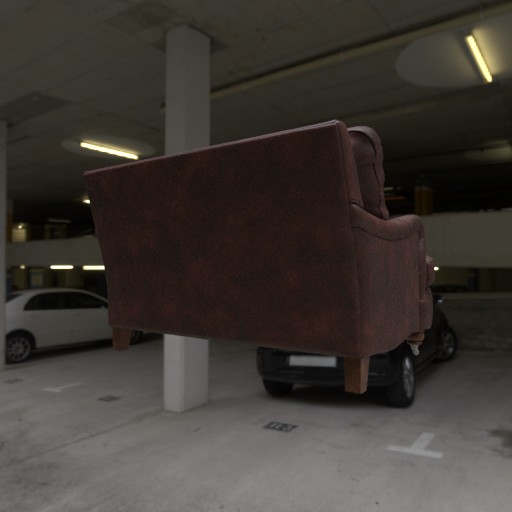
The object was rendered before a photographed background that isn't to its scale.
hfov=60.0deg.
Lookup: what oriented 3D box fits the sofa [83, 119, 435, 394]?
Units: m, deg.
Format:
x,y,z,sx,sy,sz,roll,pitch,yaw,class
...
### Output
x,y,z,sx,sy,sz,roll,pitch,yaw,class
0.000,0.000,2.407,1.628,1.070,1.148,-1,-1,35,sofa
